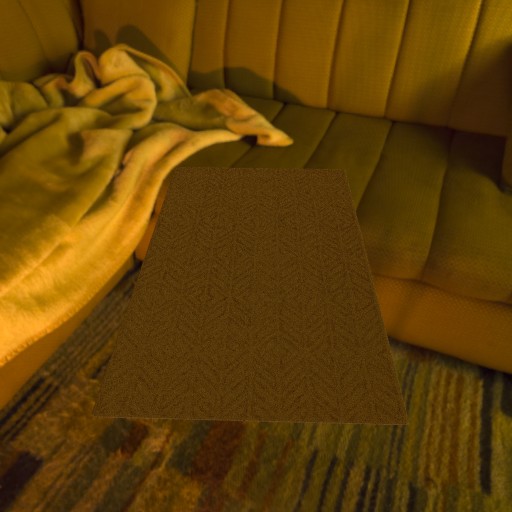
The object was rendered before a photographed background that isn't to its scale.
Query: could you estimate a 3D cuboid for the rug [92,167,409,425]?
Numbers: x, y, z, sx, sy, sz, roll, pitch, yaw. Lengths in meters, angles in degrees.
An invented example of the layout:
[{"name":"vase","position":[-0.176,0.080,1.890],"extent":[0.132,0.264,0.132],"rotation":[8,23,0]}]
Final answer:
[{"name":"rug","position":[0.000,0.000,3.045],"extent":[1.523,0.008,2.438],"rotation":[1,40,1]}]
